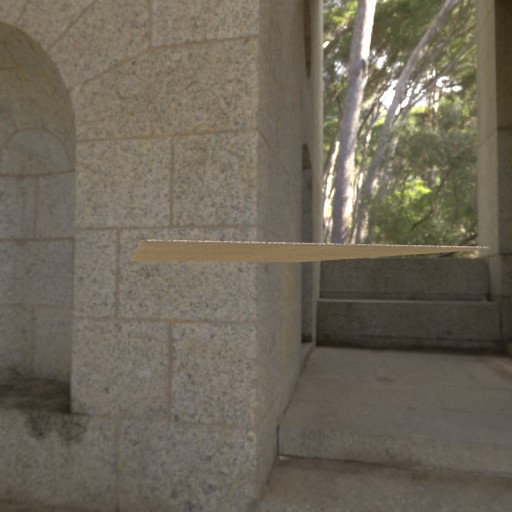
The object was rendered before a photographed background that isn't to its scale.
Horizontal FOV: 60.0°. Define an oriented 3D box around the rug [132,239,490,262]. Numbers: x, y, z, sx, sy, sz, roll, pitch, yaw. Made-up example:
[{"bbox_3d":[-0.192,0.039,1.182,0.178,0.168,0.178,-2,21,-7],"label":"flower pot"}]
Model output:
[{"bbox_3d":[0.000,0.000,2.225,1.175,0.008,1.783,1,-2,-17],"label":"rug"}]
